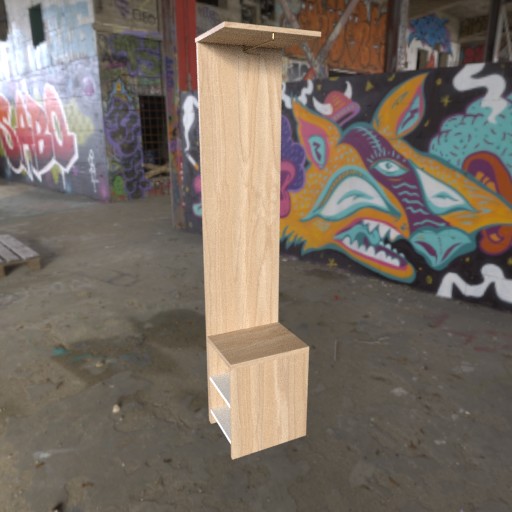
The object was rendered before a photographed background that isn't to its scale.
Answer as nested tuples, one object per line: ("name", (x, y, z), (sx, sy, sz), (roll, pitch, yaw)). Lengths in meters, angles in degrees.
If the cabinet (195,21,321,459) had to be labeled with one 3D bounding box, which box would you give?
("cabinet", (0.000, 0.000, 2.071), (0.411, 1.879, 0.338), (-7, 18, -24))
